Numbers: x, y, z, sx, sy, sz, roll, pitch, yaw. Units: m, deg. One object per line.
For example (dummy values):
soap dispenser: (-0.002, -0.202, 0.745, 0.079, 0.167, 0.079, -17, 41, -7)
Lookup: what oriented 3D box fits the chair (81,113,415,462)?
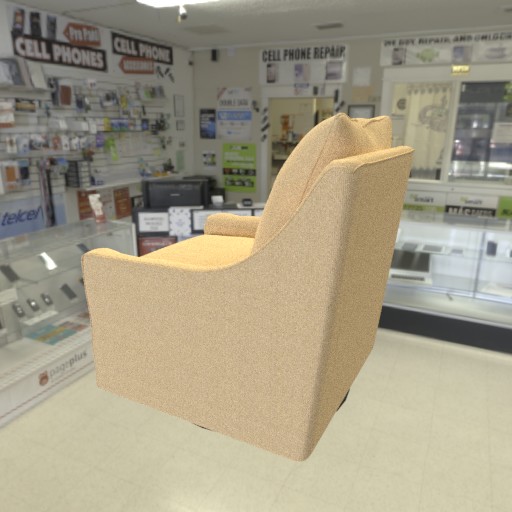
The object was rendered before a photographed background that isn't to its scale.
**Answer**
chair: (0.000, 0.000, 1.531, 0.876, 0.927, 0.760, 9, 19, 27)
